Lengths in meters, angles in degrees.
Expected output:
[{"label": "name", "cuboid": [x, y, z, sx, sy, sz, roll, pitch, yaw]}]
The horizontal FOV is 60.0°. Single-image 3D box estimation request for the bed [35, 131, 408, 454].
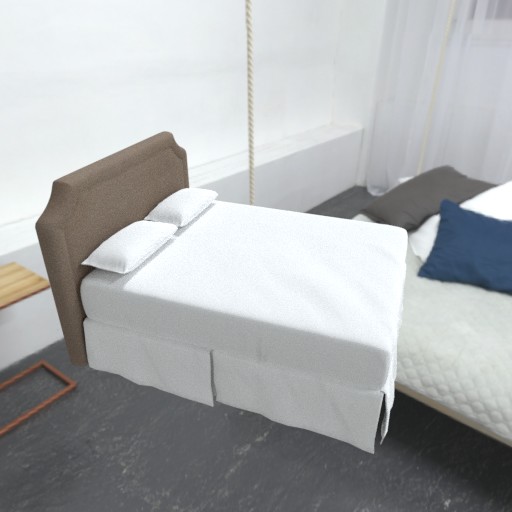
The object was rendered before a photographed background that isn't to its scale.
[{"label": "bed", "cuboid": [0.000, 0.000, 3.119, 2.116, 1.290, 1.693, 10, 31, 17]}]
